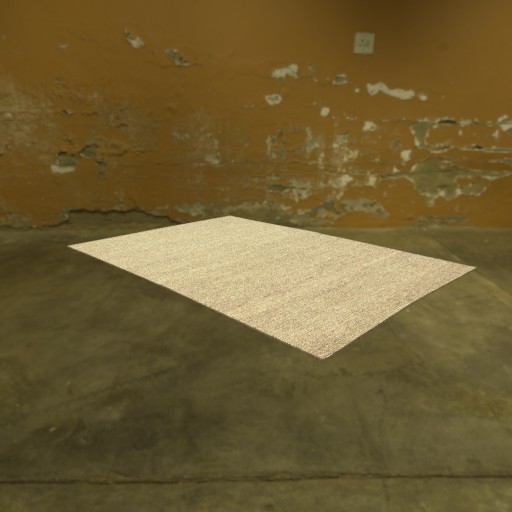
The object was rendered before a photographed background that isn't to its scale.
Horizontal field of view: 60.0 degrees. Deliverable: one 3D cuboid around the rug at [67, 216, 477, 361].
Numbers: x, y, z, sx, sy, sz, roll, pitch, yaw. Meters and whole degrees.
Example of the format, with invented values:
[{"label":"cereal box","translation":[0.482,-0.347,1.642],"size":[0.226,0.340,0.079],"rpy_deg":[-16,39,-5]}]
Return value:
[{"label":"rug","translation":[0.000,0.000,3.020],"size":[1.609,0.030,2.342],"rpy_deg":[-16,23,-43]}]
